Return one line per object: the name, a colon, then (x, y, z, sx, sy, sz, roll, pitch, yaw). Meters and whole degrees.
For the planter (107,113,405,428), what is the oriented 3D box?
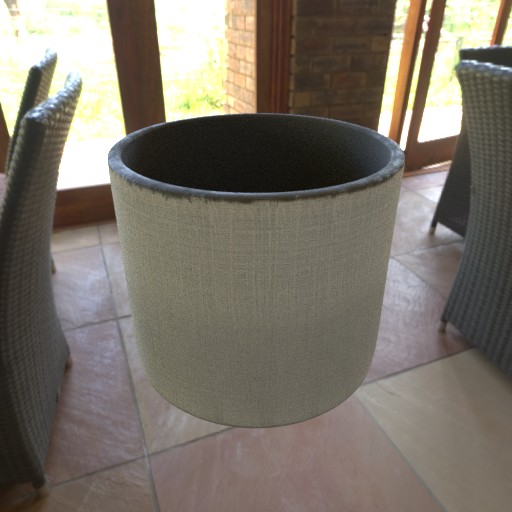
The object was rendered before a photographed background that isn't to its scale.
planter: (0.000, 0.000, 0.391, 0.226, 0.201, 0.226, 0, 30, 0)
